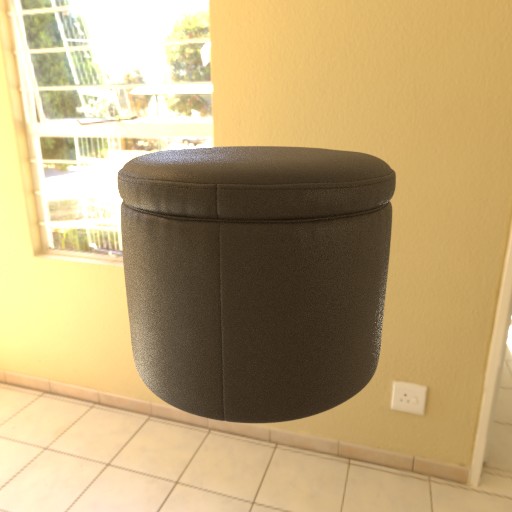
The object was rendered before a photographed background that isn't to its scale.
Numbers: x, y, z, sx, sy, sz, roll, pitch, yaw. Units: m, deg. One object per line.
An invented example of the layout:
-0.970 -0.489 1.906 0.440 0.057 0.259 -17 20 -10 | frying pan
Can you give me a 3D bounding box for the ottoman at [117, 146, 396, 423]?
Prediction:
0.000 0.000 0.870 0.500 0.409 0.500 0 17 0 | ottoman
